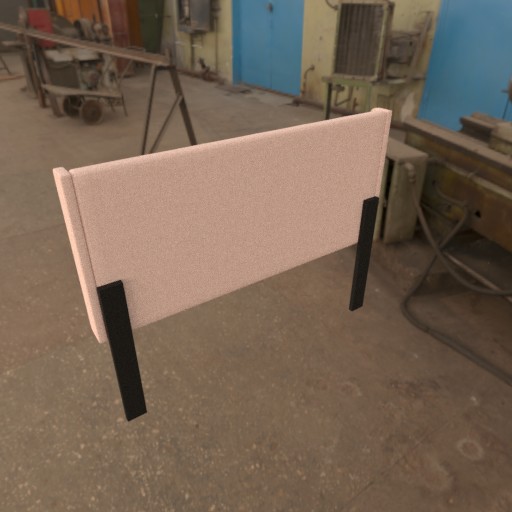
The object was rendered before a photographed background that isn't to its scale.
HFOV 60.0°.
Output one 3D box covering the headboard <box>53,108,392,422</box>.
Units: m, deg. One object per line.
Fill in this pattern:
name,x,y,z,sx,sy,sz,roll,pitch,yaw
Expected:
headboard,0.000,0.000,2.765,2.051,1.524,0.184,-20,36,-29
